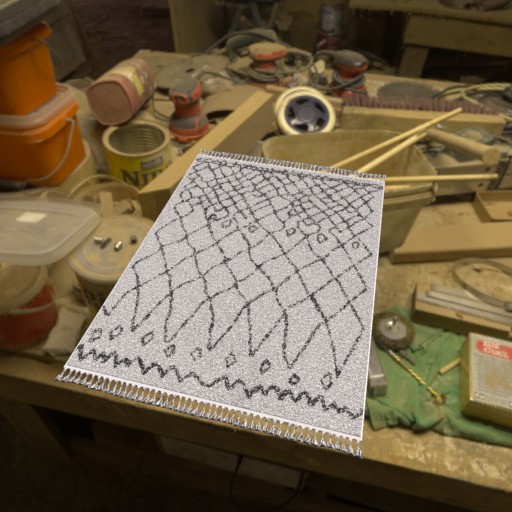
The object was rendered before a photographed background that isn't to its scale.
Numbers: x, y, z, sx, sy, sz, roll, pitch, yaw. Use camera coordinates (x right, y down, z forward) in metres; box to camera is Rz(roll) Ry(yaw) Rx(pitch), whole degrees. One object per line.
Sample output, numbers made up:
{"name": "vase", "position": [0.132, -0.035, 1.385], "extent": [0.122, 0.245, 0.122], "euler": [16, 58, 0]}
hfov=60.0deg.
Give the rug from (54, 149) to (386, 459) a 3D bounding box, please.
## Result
{"name": "rug", "position": [0.000, 0.000, 2.986], "extent": [1.613, 0.017, 2.312], "euler": [10, 46, 10]}
